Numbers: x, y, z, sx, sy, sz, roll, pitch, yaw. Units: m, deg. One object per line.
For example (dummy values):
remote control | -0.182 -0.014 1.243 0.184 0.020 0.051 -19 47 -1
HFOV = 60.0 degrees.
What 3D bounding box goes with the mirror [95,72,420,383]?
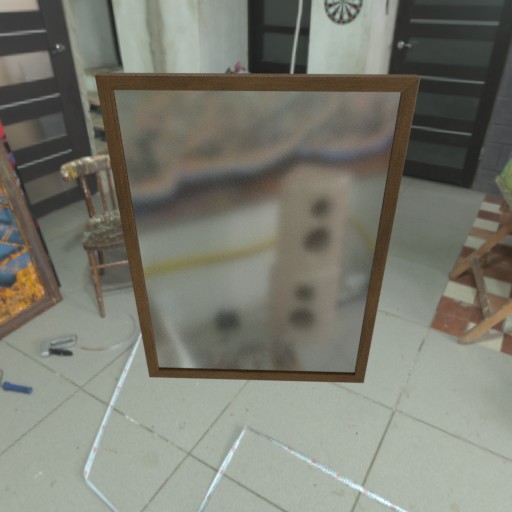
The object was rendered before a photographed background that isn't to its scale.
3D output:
mirror | 0.000 0.000 1.322 0.762 1.016 0.040 1 32 2
